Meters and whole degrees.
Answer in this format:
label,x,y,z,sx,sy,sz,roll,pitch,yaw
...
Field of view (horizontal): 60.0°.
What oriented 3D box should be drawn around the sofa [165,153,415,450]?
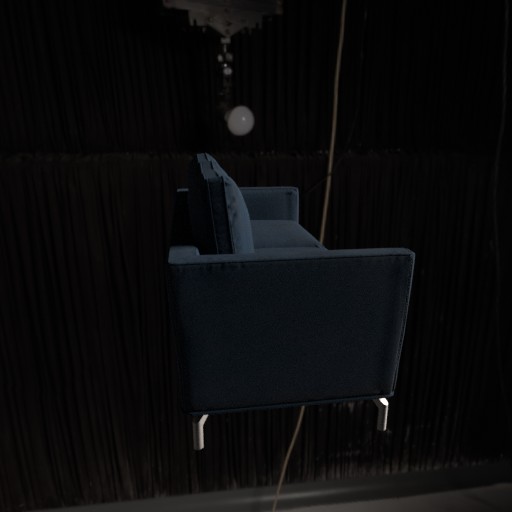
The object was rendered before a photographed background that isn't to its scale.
label,x,y,z,sx,sy,sz,roll,pitch,yaw
sofa,0.000,0.000,2.359,0.853,1.002,1.770,-2,16,-8
